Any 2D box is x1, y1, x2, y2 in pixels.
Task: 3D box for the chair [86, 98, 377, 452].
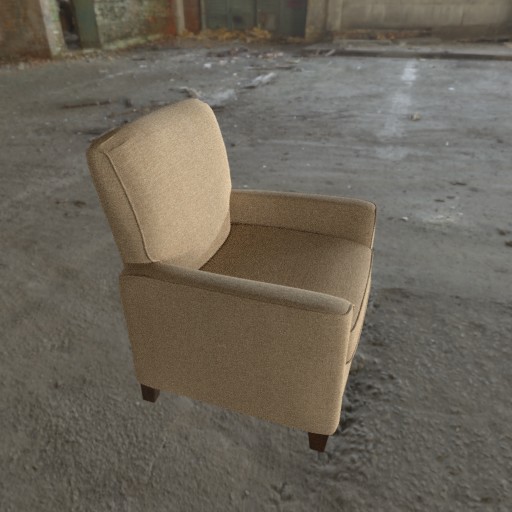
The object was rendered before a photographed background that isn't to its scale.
[{"bbox_3d":[0.000,0.000,1.683,0.858,1.028,0.841,10,32,16],"label":"chair"}]
